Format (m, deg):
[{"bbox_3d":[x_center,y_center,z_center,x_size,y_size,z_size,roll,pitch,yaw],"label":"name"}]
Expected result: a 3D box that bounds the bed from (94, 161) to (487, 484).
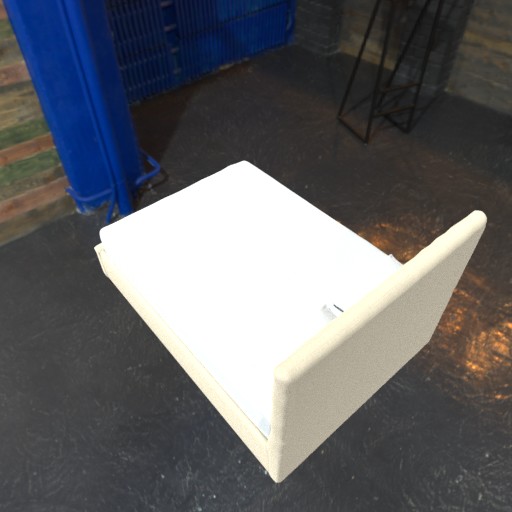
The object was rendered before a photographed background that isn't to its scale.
[{"bbox_3d":[0.000,0.000,3.399,1.698,1.427,2.387,-32,54,-27],"label":"bed"}]
